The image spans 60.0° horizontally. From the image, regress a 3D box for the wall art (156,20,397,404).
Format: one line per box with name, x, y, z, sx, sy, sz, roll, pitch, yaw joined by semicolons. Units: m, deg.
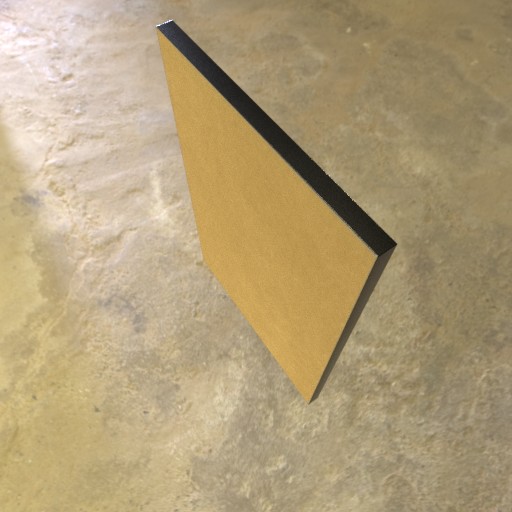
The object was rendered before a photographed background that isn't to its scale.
wall art;0.000;0.000;0.562;0.019;0.455;0.314;-31;64;-17
